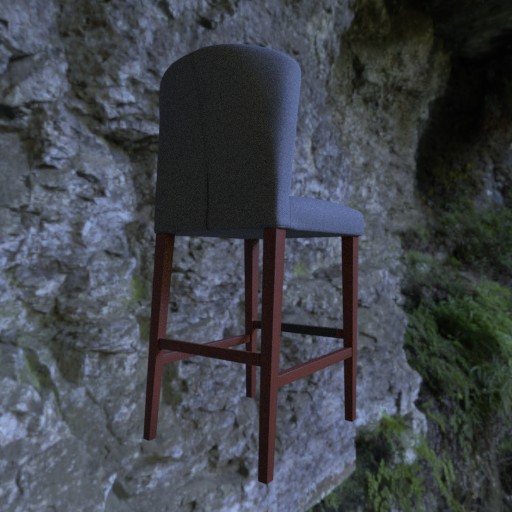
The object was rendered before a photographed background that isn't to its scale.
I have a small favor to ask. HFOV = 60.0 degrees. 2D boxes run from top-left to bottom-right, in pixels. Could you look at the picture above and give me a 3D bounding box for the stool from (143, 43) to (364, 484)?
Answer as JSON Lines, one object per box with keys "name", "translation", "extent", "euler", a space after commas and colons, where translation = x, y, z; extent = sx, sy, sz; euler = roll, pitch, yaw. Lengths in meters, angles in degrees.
{"name": "stool", "translation": [0.000, 0.000, 1.370], "extent": [0.481, 1.069, 0.568], "euler": [0, 0, 36]}
